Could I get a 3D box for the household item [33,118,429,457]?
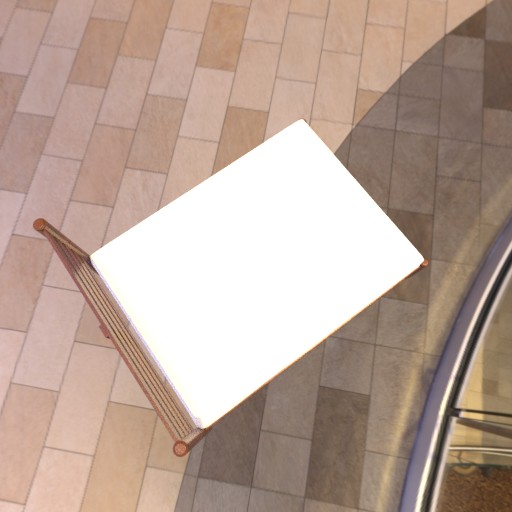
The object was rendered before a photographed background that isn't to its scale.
[{"bbox_3d":[0.000,0.000,3.365,2.232,1.356,1.663,-35,76,-10],"label":"household item"}]
